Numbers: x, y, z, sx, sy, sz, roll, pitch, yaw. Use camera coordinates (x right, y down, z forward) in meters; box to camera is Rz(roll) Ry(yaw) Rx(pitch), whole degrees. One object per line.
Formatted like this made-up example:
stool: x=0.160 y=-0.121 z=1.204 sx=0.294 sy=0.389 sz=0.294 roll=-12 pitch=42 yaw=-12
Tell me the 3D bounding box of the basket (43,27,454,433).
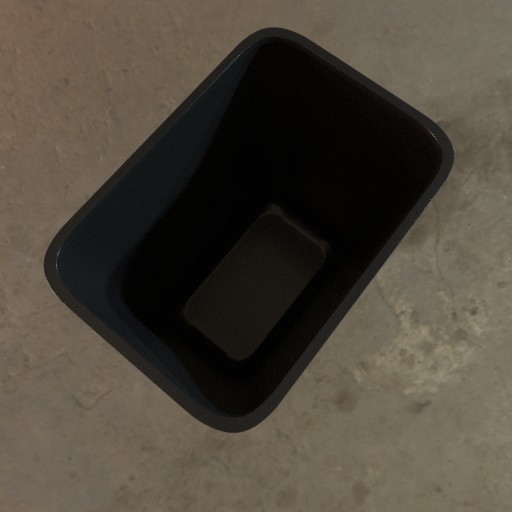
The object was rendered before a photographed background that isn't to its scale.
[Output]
basket: x=0.000 y=0.000 z=0.492 sx=0.211 sy=0.307 sz=0.300 roll=38 pitch=78 yaw=9
